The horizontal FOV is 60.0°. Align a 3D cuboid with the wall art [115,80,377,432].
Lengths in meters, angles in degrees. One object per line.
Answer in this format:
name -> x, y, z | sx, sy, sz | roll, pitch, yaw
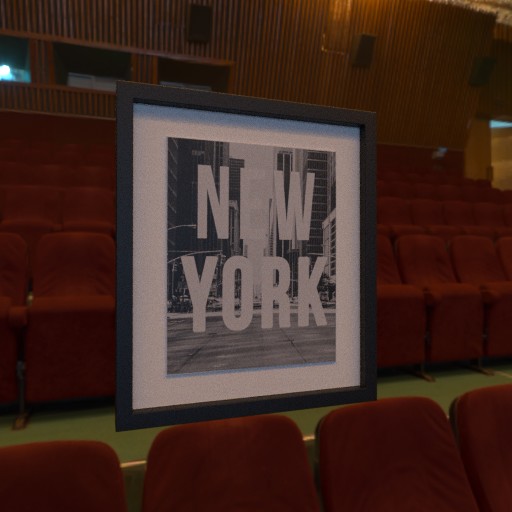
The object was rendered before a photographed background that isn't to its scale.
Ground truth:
wall art -> 0.000, 0.000, 0.544 | 0.328, 0.381, 0.028 | 0, 0, -19
